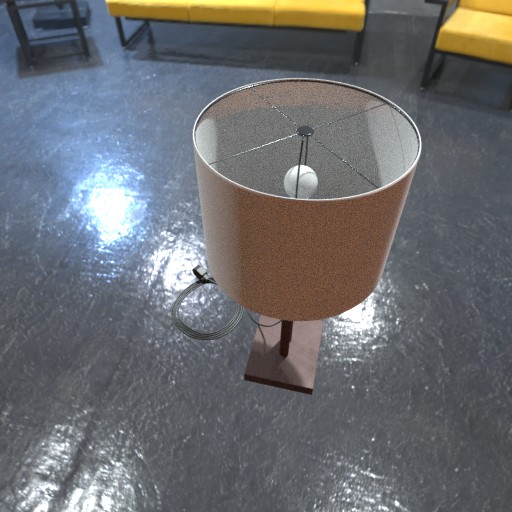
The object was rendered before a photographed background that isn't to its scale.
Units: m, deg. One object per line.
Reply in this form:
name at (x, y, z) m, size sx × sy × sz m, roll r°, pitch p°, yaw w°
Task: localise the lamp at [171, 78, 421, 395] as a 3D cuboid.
lamp at (0.000, 0.000, 0.968) m, size 0.525 × 0.668 × 0.396 m, roll 10°, pitch 47°, yaw 9°
